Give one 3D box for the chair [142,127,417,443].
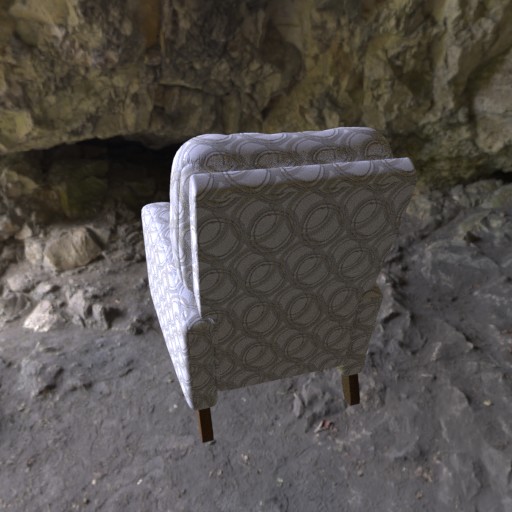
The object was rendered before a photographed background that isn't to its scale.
[{"bbox_3d":[0.000,0.000,1.750,0.796,1.065,0.995,-8,26,-16],"label":"chair"}]
